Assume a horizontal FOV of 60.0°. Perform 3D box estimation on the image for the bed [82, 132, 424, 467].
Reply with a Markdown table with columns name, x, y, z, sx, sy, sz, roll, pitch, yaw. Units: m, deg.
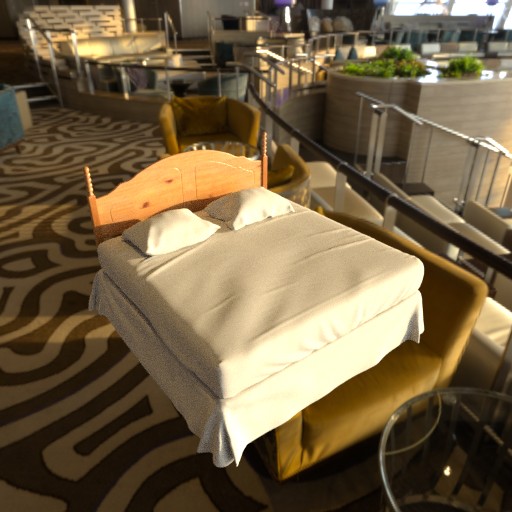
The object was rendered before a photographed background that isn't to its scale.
| name | x | y | z | sx | sy | sz | roll | pitch | yaw |
| --- | --- | --- | --- | --- | --- | --- | --- | --- | --- |
| bed | 0.000 | 0.000 | 3.698 | 2.322 | 1.355 | 2.219 | -21 | 35 | -32 |
